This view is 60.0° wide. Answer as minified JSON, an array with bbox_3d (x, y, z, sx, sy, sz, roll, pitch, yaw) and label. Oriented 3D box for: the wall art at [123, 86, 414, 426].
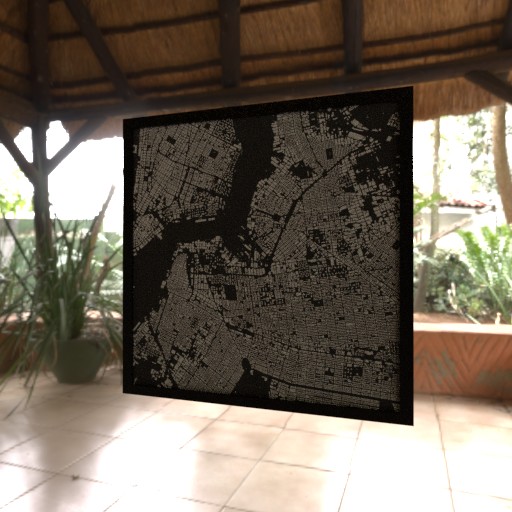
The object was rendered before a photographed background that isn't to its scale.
[{"bbox_3d":[0.000,0.000,0.756,0.506,0.506,0.038,0,0,18],"label":"wall art"}]
